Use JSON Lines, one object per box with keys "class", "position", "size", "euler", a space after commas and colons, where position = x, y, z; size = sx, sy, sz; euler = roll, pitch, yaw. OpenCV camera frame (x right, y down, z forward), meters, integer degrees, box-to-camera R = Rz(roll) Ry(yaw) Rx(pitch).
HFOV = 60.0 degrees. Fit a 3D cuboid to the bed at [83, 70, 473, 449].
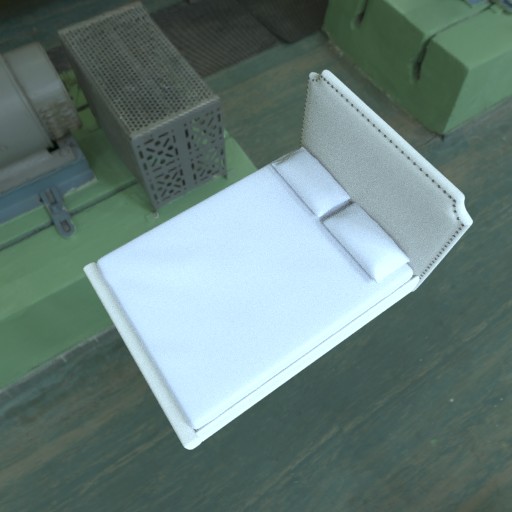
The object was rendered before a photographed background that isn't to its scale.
{"class": "bed", "position": [0.000, 0.000, 3.457], "size": [2.372, 1.443, 1.712], "euler": [-32, 67, -15]}
